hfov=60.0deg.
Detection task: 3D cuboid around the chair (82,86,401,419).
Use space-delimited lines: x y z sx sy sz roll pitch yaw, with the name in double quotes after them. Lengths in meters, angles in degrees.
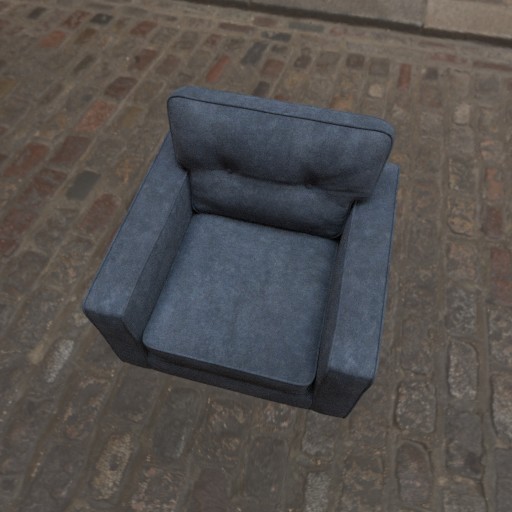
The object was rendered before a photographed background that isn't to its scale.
0.000 0.000 1.785 1.015 0.965 0.939 12 59 7 "chair"
